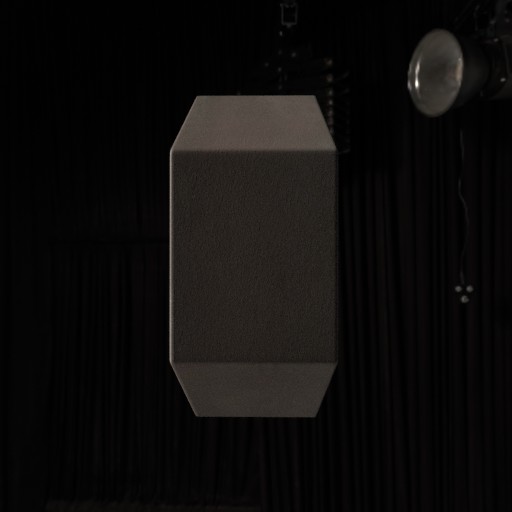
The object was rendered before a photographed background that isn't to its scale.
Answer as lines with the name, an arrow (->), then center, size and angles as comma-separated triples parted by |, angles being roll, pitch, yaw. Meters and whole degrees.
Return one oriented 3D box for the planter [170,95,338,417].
planter -> 0.000, 0.000, 0.286 | 0.077, 0.206, 0.169 | 0, 0, 1
